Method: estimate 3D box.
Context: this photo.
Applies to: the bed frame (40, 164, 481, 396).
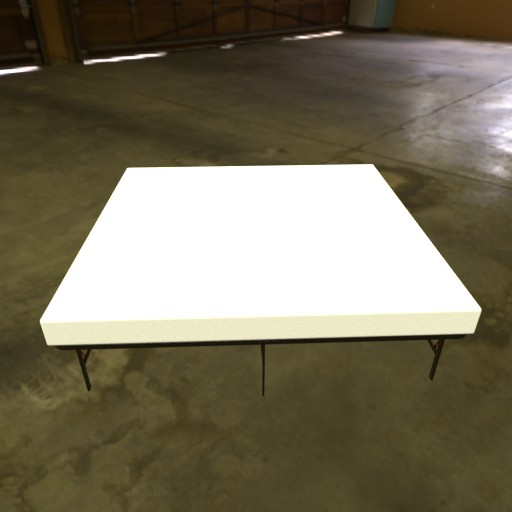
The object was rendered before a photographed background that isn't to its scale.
[{"bbox_3d":[0.000,0.000,2.995,2.032,0.559,1.930,-1,32,-2],"label":"bed frame"}]
